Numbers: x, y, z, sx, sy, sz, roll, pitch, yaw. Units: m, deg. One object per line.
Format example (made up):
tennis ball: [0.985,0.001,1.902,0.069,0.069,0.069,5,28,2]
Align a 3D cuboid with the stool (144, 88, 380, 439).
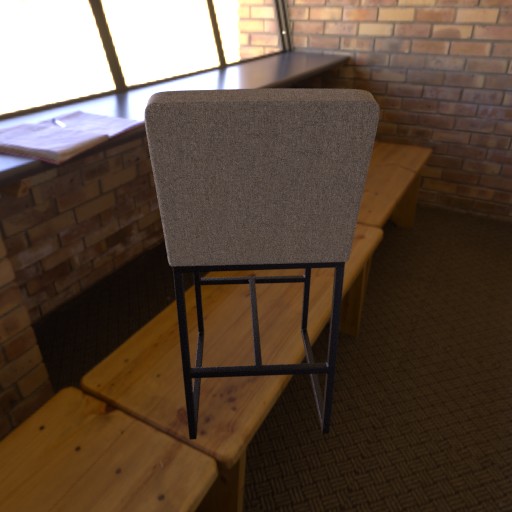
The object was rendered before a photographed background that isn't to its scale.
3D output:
stool: [0.000,0.000,1.326,0.459,1.034,0.571,-1,31,-2]
